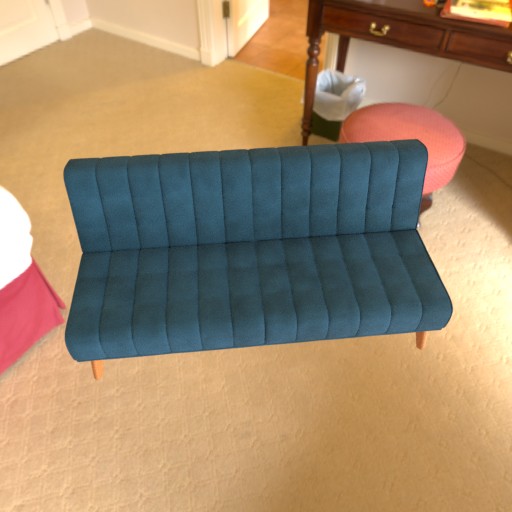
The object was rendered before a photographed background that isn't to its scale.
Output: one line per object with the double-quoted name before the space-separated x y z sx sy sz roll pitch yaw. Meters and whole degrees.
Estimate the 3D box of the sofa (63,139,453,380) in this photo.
"sofa" 0.000 0.000 2.297 1.804 0.813 0.855 -4 48 -4
